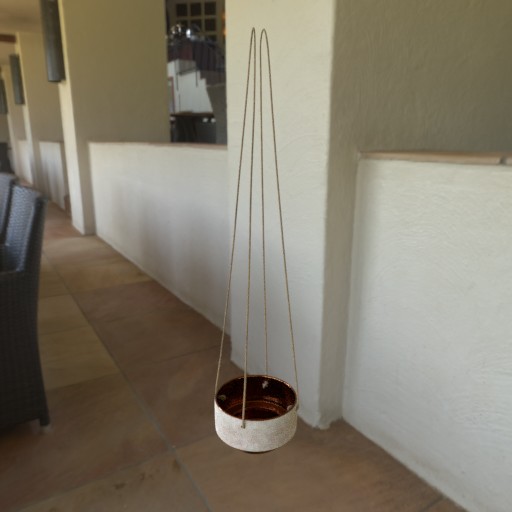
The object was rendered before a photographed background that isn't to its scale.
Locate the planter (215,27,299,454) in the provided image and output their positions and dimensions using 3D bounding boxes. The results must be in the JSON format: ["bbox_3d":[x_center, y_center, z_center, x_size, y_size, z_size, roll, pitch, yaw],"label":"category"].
[{"bbox_3d":[0.000,0.000,1.098,0.223,1.030,0.223,-8,17,-28],"label":"planter"}]
